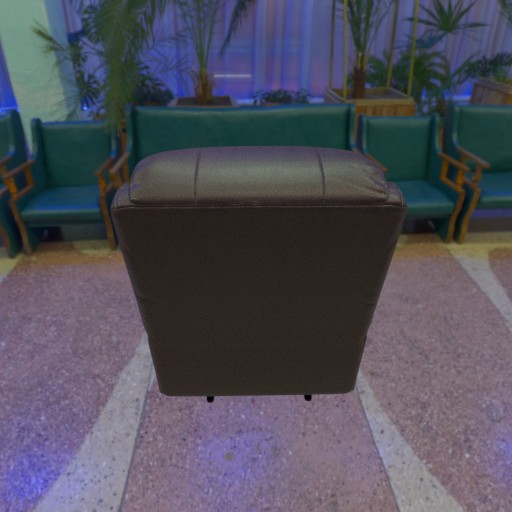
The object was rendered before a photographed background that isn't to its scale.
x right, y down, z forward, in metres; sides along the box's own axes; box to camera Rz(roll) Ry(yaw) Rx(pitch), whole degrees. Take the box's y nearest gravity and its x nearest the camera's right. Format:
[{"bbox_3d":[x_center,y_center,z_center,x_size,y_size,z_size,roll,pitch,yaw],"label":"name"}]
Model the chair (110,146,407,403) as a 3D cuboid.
[{"bbox_3d":[0.000,0.000,1.744,0.838,1.054,1.014,-1,31,-1],"label":"chair"}]
